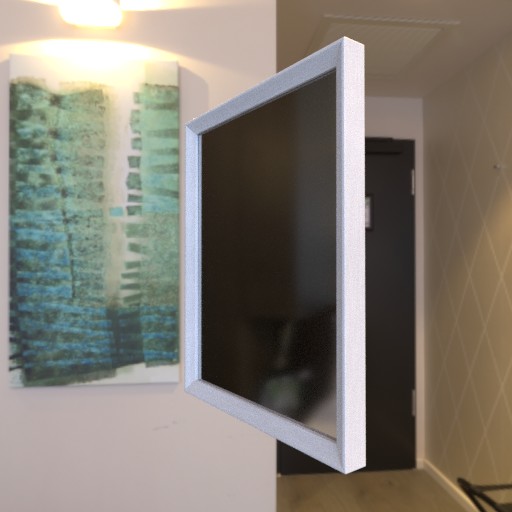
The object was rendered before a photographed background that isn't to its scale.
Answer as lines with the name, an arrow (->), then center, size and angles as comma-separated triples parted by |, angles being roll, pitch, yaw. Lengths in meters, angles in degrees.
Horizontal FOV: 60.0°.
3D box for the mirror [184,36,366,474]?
mirror -> 0.000, 0.000, 0.690 | 0.041, 0.509, 0.406 | 1, -1, -36
